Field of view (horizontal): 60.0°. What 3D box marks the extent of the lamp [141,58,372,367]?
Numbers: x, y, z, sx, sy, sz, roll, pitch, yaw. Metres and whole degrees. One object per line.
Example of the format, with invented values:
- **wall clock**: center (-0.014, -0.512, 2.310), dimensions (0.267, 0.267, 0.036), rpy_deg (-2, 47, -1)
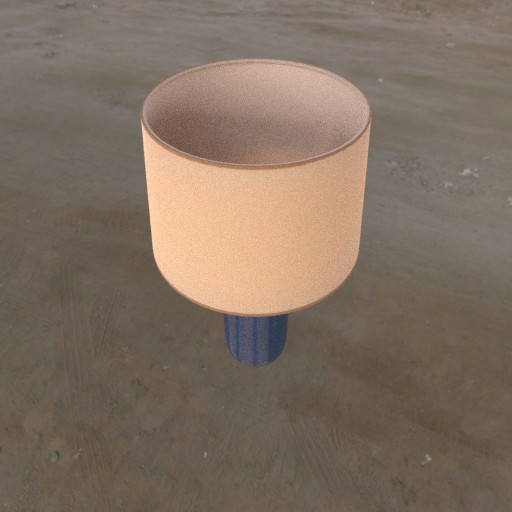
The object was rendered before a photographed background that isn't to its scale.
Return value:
- **lamp**: center (0.000, 0.000, 0.837), dimensions (0.367, 0.609, 0.367), rpy_deg (0, 45, 0)
